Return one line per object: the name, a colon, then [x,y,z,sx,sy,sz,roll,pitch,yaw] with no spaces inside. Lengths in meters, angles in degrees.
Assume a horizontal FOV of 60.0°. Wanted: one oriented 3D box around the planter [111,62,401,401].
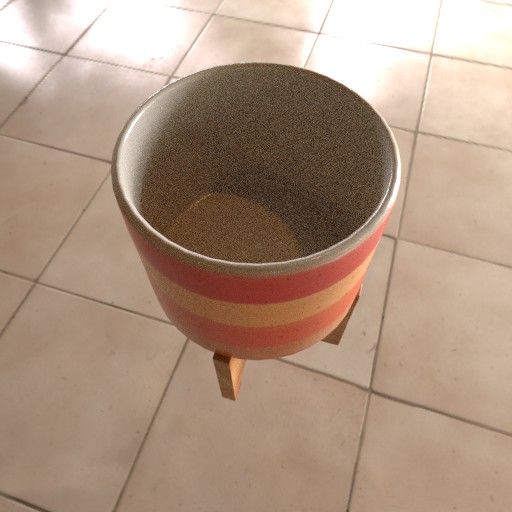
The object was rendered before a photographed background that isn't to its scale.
planter: [0.000,0.000,0.405,0.199,0.268,0.199,0,58,0]
